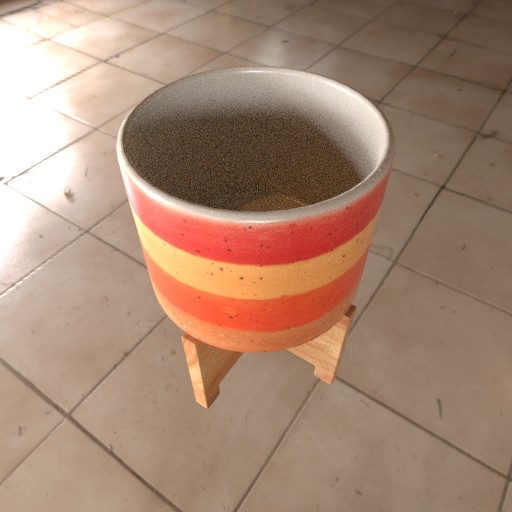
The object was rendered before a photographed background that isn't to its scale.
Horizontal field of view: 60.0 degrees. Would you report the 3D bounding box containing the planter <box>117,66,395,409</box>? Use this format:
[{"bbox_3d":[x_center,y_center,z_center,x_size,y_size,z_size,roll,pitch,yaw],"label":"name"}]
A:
[{"bbox_3d":[0.000,0.000,0.405,0.199,0.268,0.199,0,48,0],"label":"planter"}]
